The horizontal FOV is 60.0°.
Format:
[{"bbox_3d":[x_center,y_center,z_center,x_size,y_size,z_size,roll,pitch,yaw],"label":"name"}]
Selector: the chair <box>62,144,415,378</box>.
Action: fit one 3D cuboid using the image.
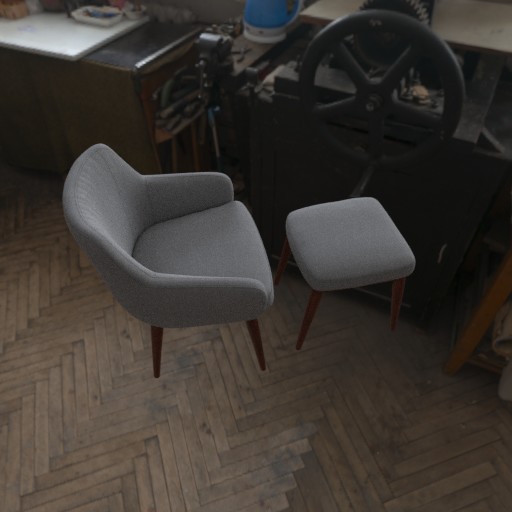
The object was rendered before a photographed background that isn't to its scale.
[{"bbox_3d":[0.000,0.000,1.595,1.107,0.799,0.584,-9,47,-9],"label":"chair"}]
